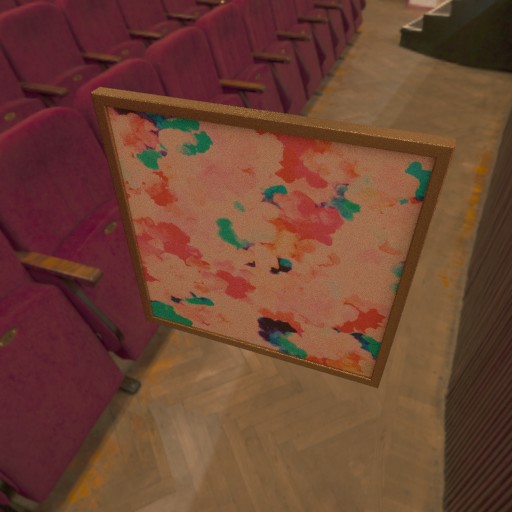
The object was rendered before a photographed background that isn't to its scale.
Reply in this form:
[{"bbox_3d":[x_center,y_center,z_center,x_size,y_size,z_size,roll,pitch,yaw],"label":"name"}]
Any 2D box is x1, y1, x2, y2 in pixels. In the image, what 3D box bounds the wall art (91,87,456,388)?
[{"bbox_3d":[0.000,0.000,1.148,0.767,0.765,0.036,13,43,15],"label":"wall art"}]
